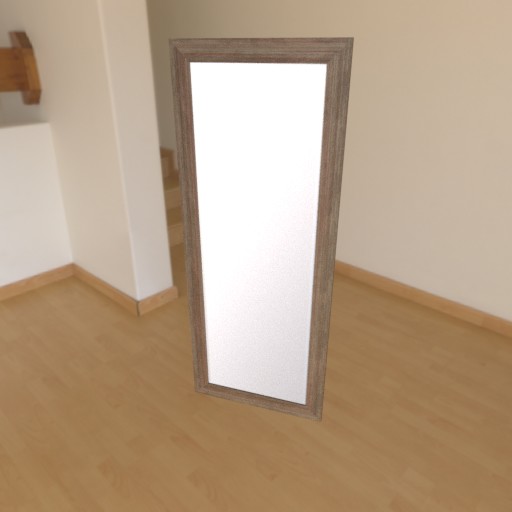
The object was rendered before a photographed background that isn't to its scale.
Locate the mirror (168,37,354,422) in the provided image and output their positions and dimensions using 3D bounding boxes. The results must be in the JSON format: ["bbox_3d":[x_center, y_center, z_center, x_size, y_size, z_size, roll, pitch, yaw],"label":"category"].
[{"bbox_3d":[0.000,0.000,2.302,0.812,2.032,0.025,8,26,16],"label":"mirror"}]
